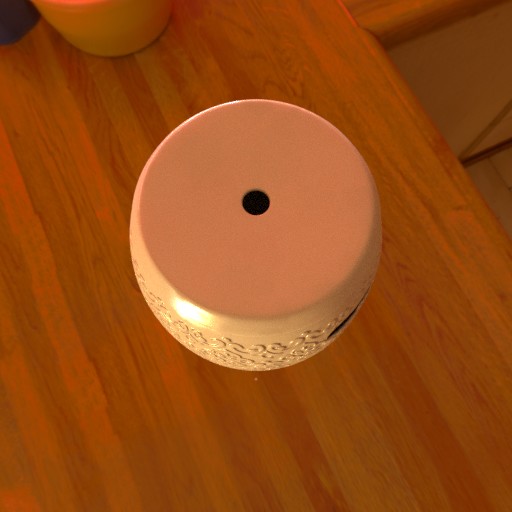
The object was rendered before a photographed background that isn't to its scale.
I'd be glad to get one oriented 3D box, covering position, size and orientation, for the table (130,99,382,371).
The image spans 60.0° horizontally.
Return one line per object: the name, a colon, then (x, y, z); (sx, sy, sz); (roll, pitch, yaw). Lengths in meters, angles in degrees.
table: (0.000, 0.000, 0.617); (0.309, 0.397, 0.309); (0, 74, 0)
